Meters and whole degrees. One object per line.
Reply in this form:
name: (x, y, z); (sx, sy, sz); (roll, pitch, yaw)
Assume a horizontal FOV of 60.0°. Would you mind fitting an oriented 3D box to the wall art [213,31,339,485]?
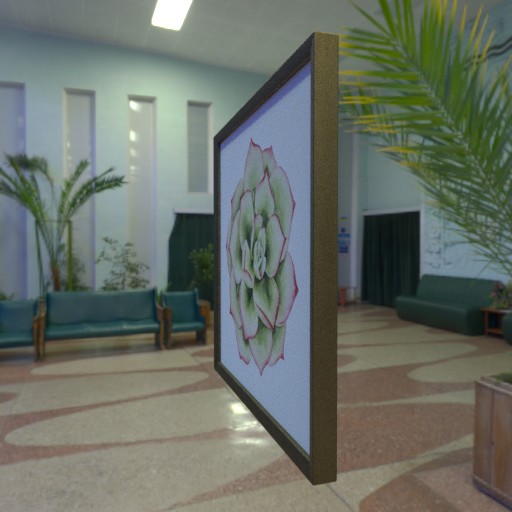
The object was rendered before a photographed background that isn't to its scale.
wall art: (0.000, 0.000, 0.735); (0.031, 0.506, 0.503); (0, 1, -18)
